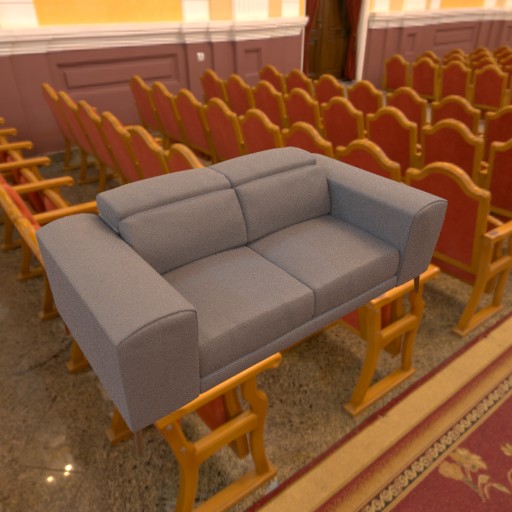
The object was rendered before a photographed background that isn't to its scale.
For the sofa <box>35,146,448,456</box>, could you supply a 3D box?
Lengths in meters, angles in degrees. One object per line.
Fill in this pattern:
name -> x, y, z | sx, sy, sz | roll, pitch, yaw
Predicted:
sofa -> 0.000, 0.000, 2.346 | 1.895, 0.779, 1.003 | -21, 37, -31
